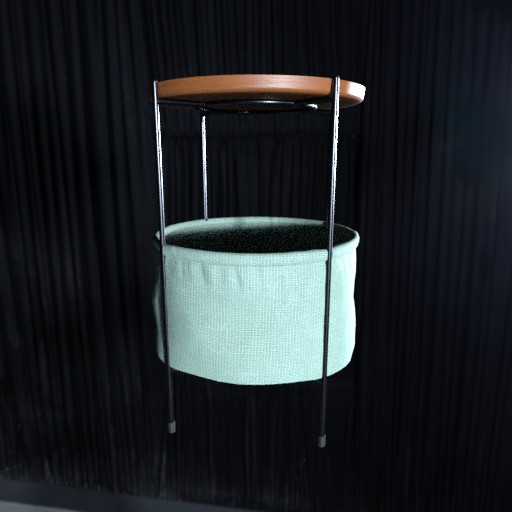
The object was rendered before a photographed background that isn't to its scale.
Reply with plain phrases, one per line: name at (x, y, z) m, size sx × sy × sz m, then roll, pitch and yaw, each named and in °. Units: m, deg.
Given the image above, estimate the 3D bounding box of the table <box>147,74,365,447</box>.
table at (0.000, 0.000, 0.879) m, size 0.400 × 0.623 × 0.400 m, roll 2°, pitch 14°, yaw 8°
